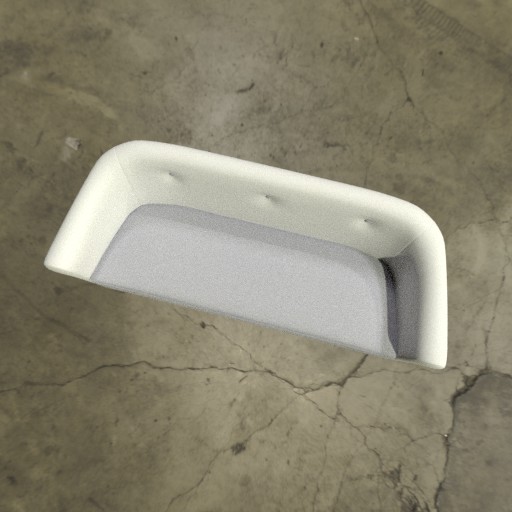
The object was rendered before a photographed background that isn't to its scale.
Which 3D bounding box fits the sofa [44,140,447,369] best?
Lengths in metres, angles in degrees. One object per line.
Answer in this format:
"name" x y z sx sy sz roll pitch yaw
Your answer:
"sofa" 0.000 0.000 2.583 2.160 0.795 0.827 14 76 4
